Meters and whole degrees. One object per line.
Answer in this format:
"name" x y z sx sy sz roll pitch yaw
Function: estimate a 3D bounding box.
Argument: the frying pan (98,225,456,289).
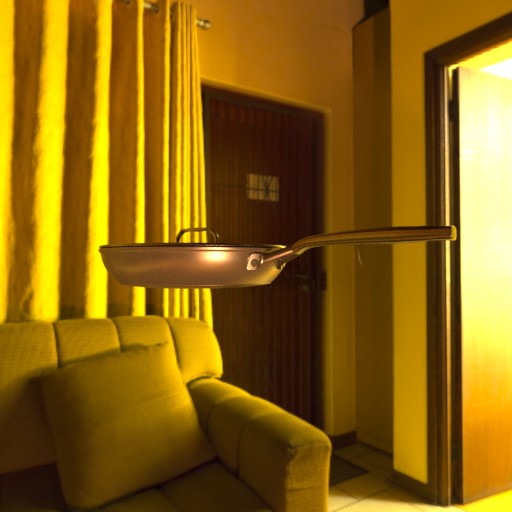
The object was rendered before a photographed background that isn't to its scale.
"frying pan" 0.000 0.000 0.587 0.490 0.086 0.272 -1 -1 36
